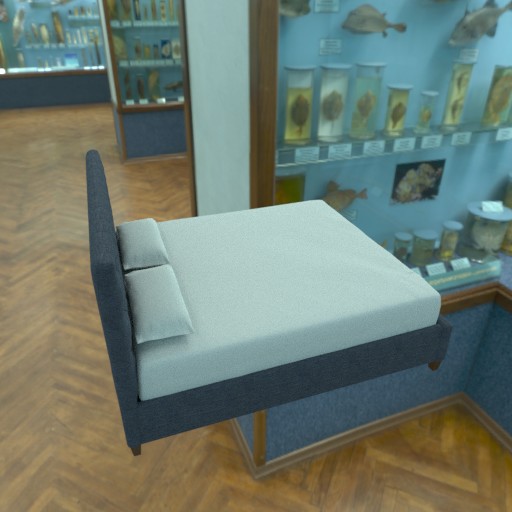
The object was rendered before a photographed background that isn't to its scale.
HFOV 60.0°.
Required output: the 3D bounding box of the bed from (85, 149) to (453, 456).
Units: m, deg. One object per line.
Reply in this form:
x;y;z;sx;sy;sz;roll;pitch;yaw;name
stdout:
0.000;0.000;3.616;2.387;1.427;2.078;-10;31;-17;bed
